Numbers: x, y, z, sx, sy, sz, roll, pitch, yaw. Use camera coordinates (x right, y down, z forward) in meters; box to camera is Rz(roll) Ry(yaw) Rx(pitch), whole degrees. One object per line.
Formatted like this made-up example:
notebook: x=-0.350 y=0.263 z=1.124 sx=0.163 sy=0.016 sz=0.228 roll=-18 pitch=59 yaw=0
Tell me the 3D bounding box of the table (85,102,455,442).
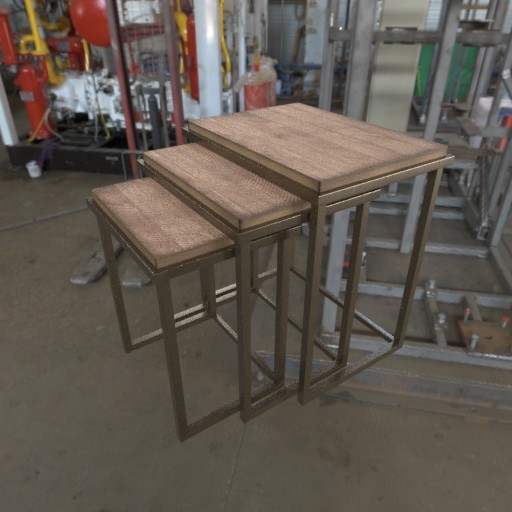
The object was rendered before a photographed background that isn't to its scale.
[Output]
table: x=0.000 y=0.000 z=1.174 sx=0.706 sy=0.610 sz=0.559 roll=-19 pitch=36 yaw=-29
